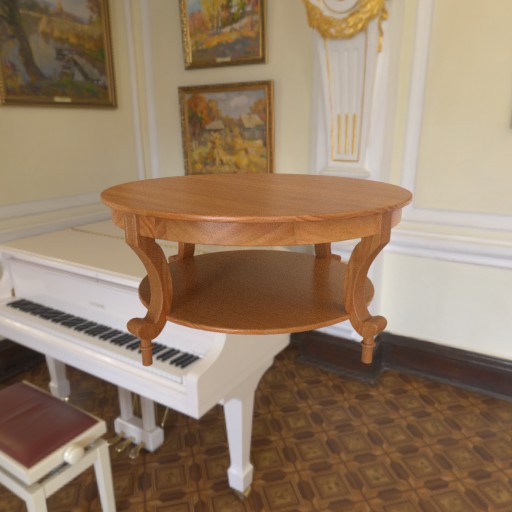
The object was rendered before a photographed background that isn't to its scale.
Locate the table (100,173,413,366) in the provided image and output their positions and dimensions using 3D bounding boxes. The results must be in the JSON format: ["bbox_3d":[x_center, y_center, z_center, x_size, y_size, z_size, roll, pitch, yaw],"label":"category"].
[{"bbox_3d":[0.000,0.000,1.598,1.029,0.490,1.029,0,16,0],"label":"table"}]
